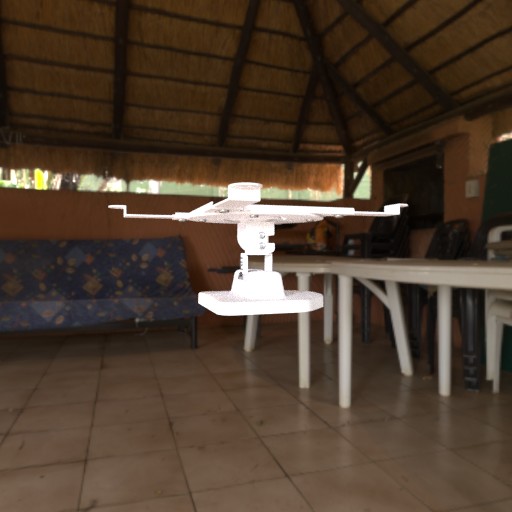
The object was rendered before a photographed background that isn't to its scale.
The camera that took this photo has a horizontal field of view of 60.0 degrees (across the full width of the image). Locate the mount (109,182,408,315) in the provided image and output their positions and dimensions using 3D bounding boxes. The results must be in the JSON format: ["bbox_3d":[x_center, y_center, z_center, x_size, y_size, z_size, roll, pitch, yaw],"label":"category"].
[{"bbox_3d":[0.000,0.000,0.624,0.394,0.141,0.394,0,1,-18],"label":"mount"}]
